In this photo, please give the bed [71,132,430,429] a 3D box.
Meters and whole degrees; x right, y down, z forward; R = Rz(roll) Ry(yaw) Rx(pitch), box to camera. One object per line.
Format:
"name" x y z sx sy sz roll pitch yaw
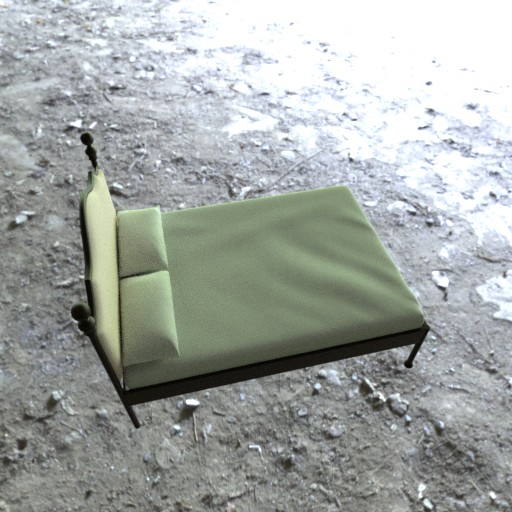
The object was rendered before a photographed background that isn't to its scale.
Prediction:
"bed" 0.000 0.000 3.359 2.224 1.499 1.642 -10 49 -9
